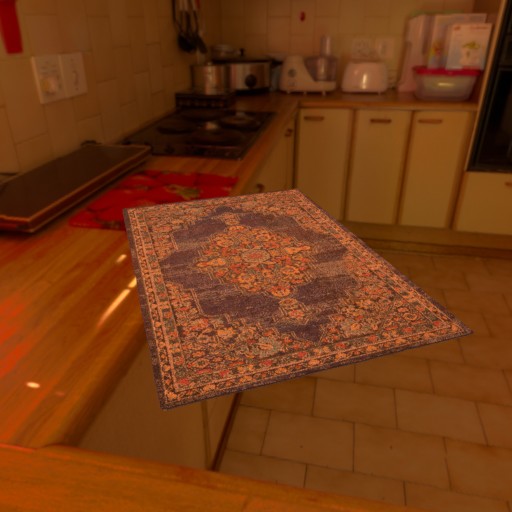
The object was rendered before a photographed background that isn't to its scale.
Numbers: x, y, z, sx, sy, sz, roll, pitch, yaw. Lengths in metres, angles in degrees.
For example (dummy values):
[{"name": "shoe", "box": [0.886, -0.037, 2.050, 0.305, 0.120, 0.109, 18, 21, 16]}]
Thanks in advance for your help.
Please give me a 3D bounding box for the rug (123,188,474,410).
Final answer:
[{"name": "rug", "box": [0.000, 0.000, 3.839, 2.053, 0.011, 2.940, -9, 30, -16]}]
